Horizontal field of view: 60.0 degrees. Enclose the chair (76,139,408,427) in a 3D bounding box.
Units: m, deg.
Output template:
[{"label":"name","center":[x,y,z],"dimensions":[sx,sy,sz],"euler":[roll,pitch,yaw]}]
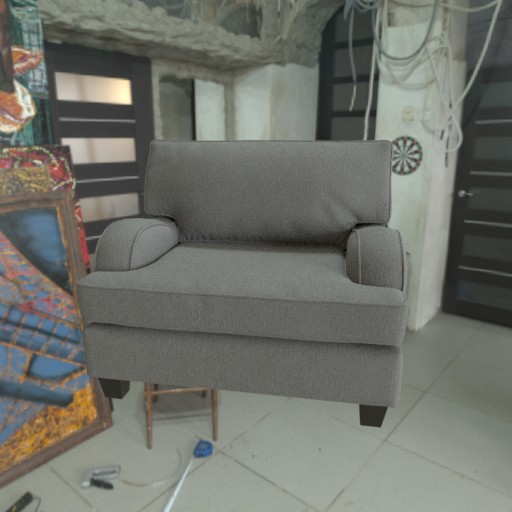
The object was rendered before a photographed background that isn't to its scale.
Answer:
[{"label":"chair","center":[0.000,0.000,1.999],"dimensions":[1.220,1.016,1.041],"euler":[3,15,10]}]
